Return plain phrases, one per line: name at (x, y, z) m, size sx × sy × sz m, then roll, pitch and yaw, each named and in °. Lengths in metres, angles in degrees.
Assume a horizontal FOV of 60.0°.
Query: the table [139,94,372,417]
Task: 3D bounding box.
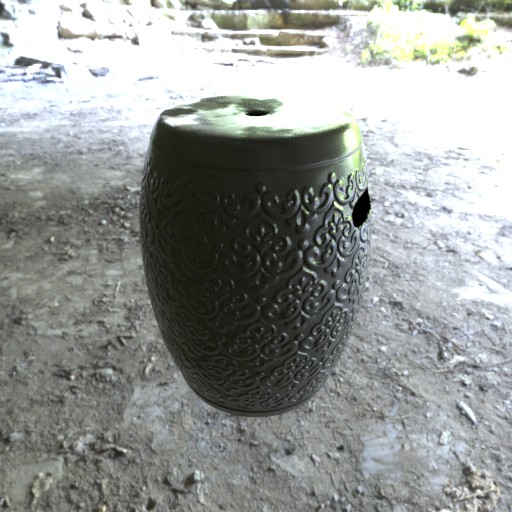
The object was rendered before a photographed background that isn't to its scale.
table at (0.000, 0.000, 0.625) m, size 0.309 × 0.397 × 0.309 m, roll 0°, pitch 31°, yaw 0°
